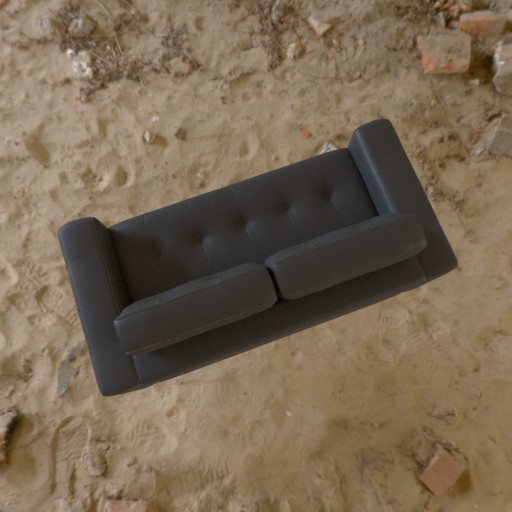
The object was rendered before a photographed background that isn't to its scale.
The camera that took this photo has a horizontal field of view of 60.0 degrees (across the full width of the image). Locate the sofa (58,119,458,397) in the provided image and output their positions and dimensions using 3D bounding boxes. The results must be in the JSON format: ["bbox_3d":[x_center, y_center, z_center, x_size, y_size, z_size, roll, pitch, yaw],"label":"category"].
[{"bbox_3d":[0.000,0.000,2.222,1.726,0.893,0.833,-19,77,-5],"label":"sofa"}]
